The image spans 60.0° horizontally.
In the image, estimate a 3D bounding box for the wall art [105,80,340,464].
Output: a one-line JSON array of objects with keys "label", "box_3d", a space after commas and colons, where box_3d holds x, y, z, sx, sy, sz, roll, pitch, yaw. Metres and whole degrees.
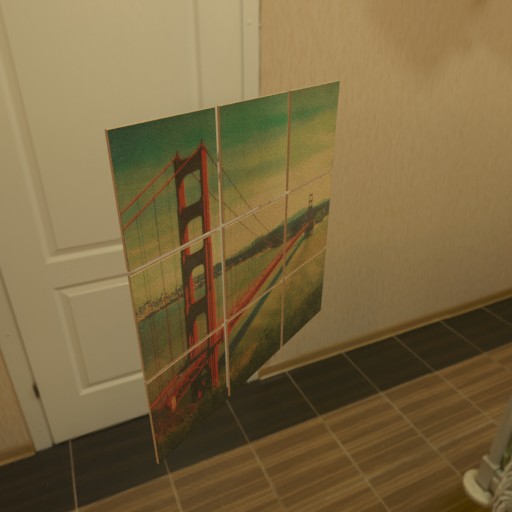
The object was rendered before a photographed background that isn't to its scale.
[{"label": "wall art", "box_3d": [0.000, 0.000, 2.220, 0.014, 1.507, 1.519, 19, 33, 32]}]
